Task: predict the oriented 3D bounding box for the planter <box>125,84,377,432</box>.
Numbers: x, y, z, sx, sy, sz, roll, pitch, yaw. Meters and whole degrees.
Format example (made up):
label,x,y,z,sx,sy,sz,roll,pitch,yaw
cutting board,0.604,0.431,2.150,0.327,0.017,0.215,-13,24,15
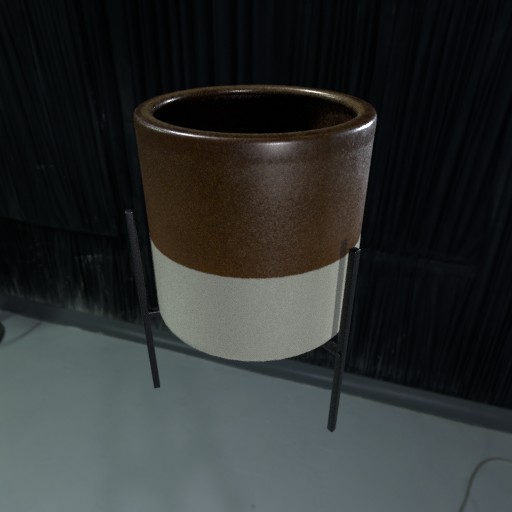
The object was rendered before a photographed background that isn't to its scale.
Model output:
label,x,y,z,sx,sy,sz,roll,pitch,yaw
planter,0.000,0.000,0.562,0.255,0.375,0.269,8,32,14
